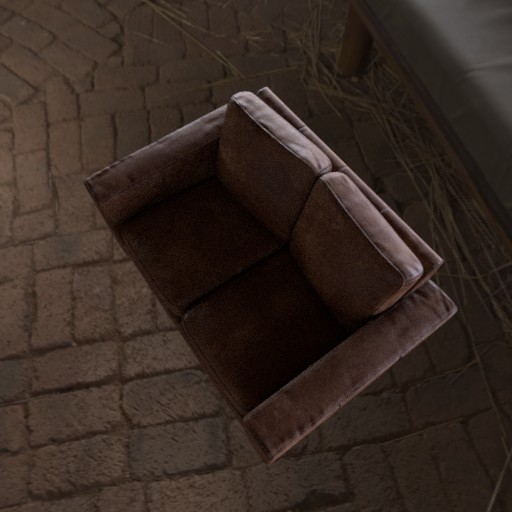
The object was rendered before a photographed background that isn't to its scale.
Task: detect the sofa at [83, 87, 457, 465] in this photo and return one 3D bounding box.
[{"bbox_3d":[0.000,0.000,2.250,1.041,0.889,1.626,-33,68,-15],"label":"sofa"}]
